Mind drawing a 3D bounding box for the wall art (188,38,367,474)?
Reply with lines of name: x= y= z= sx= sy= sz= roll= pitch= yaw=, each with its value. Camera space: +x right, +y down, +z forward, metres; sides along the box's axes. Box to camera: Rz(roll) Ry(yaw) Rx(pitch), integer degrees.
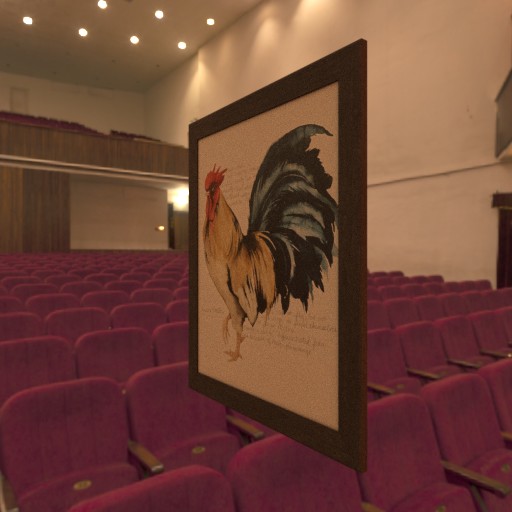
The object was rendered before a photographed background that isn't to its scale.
wall art: x=0.000 y=0.000 z=0.774 sx=0.013 sy=0.570 sz=0.476 roll=0 pitch=0 yaw=-37
